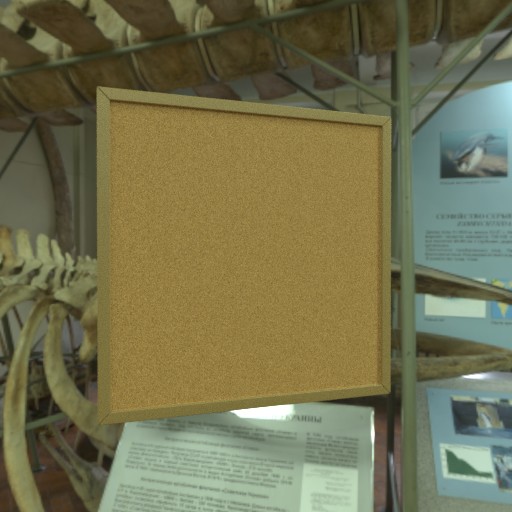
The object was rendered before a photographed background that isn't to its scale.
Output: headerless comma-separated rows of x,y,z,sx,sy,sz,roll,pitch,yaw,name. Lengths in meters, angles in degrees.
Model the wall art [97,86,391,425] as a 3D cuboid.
0.000,0.000,0.757,0.509,0.509,0.036,0,1,-17,wall art
